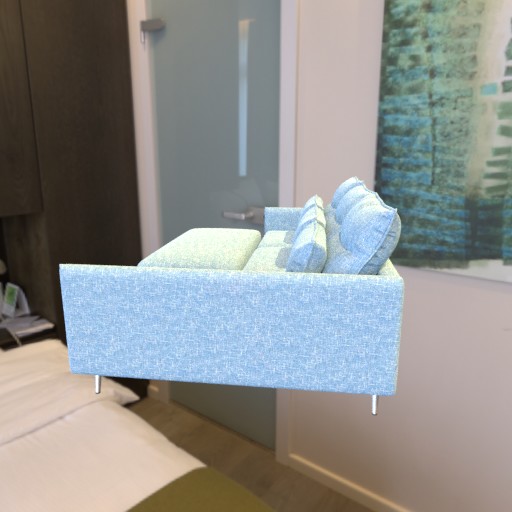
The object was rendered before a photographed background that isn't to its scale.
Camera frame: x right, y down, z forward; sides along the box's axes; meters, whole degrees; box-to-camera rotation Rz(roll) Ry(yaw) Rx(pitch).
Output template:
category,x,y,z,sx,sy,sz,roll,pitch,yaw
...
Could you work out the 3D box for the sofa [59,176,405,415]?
category,x,y,z,sx,sy,sz,roll,pitch,yaw
sofa,0.000,0.000,2.781,1.420,0.899,2.034,2,14,8
